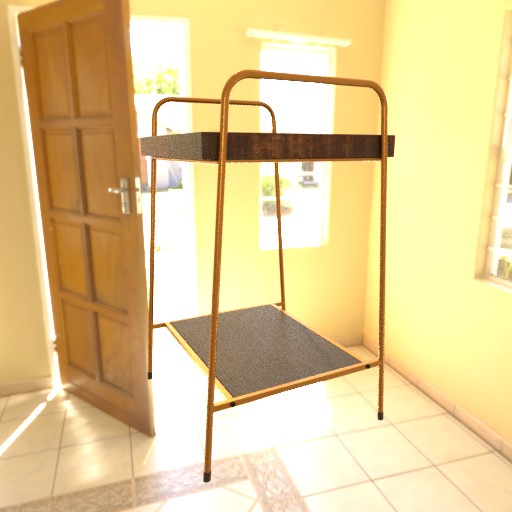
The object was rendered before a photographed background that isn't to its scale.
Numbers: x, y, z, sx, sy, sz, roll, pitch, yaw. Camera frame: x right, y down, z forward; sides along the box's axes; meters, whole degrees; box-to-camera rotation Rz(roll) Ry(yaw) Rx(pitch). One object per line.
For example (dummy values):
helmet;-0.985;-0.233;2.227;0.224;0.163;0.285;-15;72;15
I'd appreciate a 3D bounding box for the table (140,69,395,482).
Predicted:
table;0.000;0.000;1.001;0.430;0.710;0.430;-7;15;-26
